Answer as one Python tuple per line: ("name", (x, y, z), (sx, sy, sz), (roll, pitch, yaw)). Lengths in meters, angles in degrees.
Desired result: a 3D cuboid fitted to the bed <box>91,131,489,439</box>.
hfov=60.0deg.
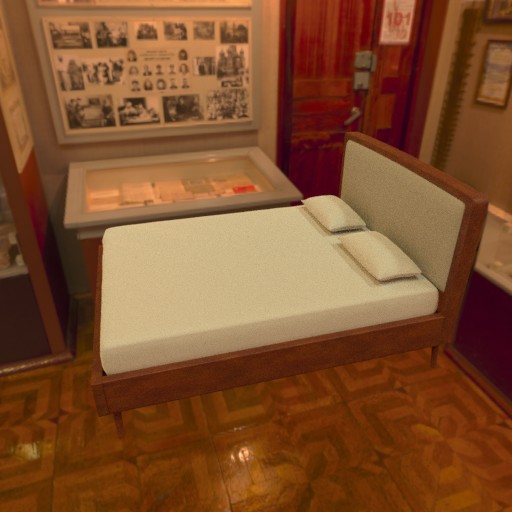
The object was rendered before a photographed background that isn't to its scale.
("bed", (0.000, 0.000, 3.107), (2.196, 1.275, 1.587), (-8, 30, -14))
